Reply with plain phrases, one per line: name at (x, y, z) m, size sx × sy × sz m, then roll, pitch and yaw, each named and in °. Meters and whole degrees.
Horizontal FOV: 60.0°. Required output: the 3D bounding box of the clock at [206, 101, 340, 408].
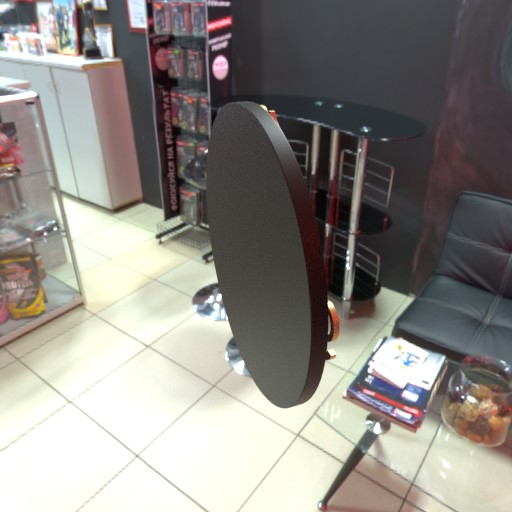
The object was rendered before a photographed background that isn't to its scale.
clock at (0.000, 0.000, 0.687) m, size 0.038 × 0.454 × 0.454 m, roll -10°, pitch 32°, yaw -17°
